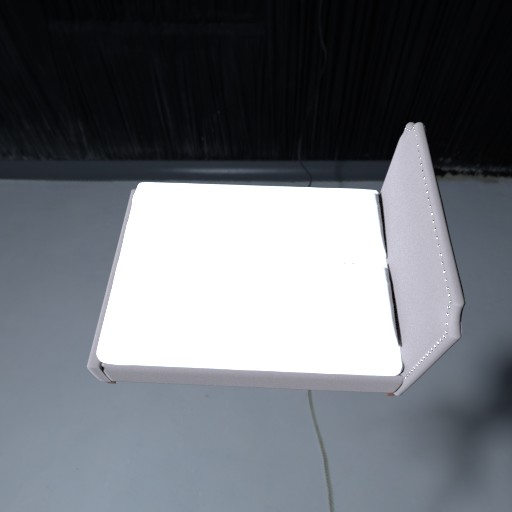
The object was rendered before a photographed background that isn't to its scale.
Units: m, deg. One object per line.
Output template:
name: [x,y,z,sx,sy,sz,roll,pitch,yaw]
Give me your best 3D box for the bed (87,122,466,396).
bed: [0.000,0.000,3.376,2.372,1.443,1.713,2,58,1]
